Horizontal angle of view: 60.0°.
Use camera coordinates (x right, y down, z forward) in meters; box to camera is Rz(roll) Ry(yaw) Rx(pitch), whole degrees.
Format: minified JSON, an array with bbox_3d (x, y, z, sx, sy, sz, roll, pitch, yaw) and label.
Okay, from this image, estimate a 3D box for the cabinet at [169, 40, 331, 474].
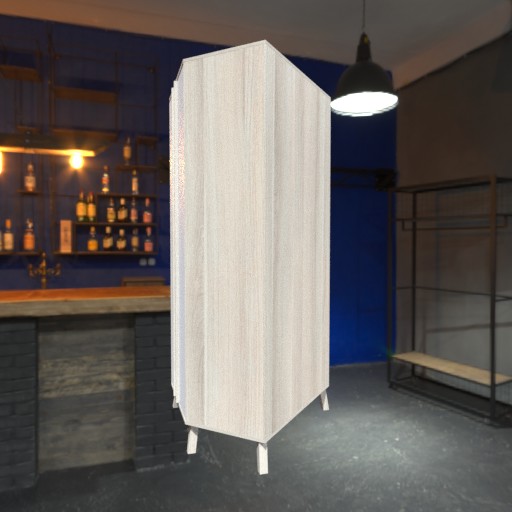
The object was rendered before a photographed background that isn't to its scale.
[{"bbox_3d":[0.000,0.000,2.644,0.969,1.957,1.272,-1,2,-17],"label":"cabinet"}]
